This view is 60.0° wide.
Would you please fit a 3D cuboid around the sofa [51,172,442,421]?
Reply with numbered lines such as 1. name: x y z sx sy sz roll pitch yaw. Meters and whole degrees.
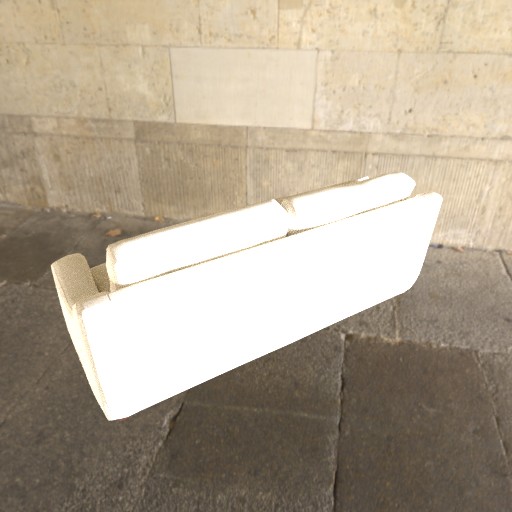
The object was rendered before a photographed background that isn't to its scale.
1. sofa: 0.000 0.000 3.027 2.470 1.022 1.009 -18 35 -28
